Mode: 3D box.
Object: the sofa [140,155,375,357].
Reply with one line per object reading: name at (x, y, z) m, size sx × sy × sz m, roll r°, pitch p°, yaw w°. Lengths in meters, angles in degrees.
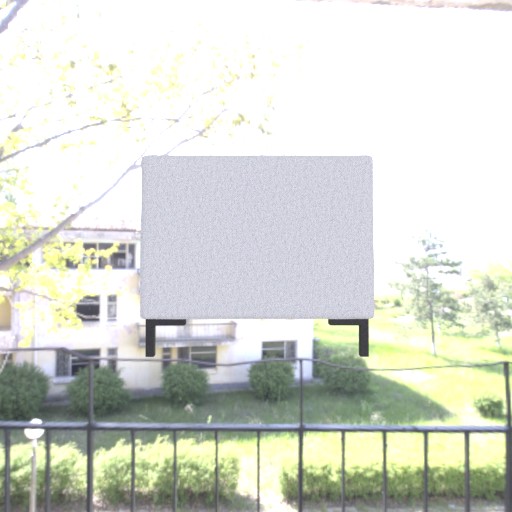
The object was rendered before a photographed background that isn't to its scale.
sofa at (0.000, 0.000, 2.343) m, size 0.746 × 0.641 × 1.985 m, roll 0°, pitch -1°, yaw 0°
